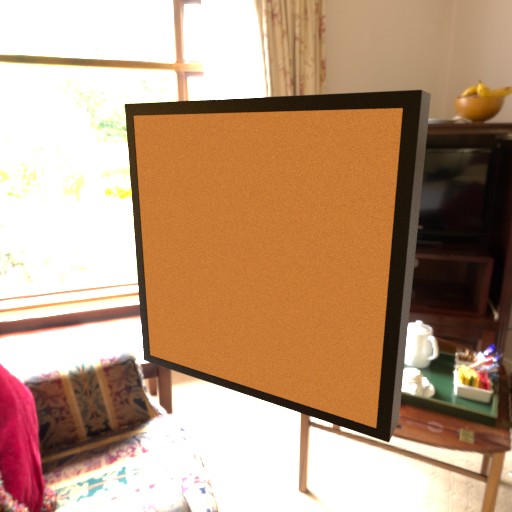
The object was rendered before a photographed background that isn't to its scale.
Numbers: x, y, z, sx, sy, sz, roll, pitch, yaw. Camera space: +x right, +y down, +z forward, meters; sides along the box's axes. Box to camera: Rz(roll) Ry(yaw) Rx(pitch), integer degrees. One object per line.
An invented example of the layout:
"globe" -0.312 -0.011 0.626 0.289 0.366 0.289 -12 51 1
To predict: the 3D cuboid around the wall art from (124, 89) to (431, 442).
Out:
"wall art" 0.000 0.000 0.448 0.299 0.299 0.037 9 18 29
